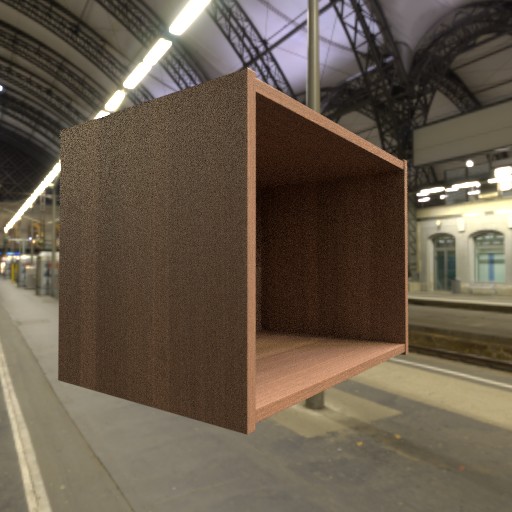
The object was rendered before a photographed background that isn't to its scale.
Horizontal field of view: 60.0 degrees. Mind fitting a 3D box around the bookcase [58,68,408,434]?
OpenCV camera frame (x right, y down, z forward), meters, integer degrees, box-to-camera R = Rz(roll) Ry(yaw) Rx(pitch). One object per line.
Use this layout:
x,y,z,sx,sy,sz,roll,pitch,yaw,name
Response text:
0.000,0.000,0.621,0.290,0.305,0.415,-1,-1,37,bookcase
